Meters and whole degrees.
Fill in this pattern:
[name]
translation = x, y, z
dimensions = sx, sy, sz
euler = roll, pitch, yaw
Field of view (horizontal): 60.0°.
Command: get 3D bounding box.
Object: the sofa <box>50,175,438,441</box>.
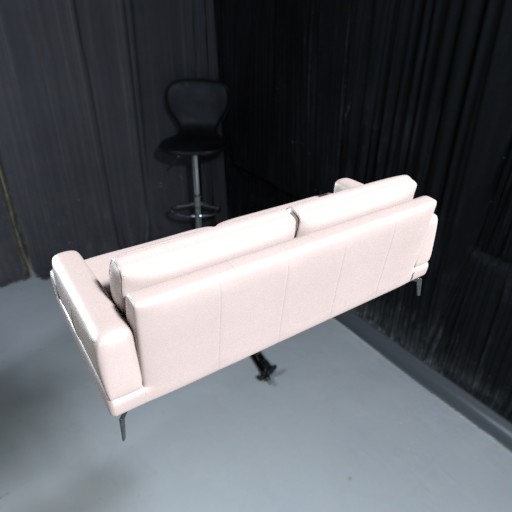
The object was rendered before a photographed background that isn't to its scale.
[sofa]
translation = 0.000, 0.000, 2.389
dimensions = 1.940, 0.765, 0.974
euler = -19, 35, -29
